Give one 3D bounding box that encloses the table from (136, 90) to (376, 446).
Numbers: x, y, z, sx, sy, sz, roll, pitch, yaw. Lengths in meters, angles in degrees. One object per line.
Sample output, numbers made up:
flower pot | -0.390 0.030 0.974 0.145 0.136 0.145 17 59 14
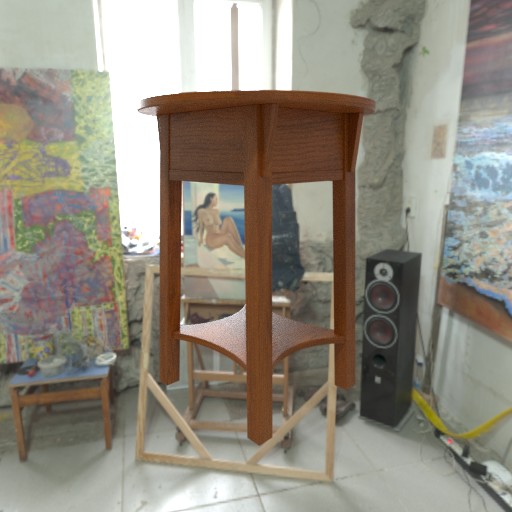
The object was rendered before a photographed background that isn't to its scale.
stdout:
table | 0.000 0.000 0.944 0.457 0.610 0.457 0 13 0
